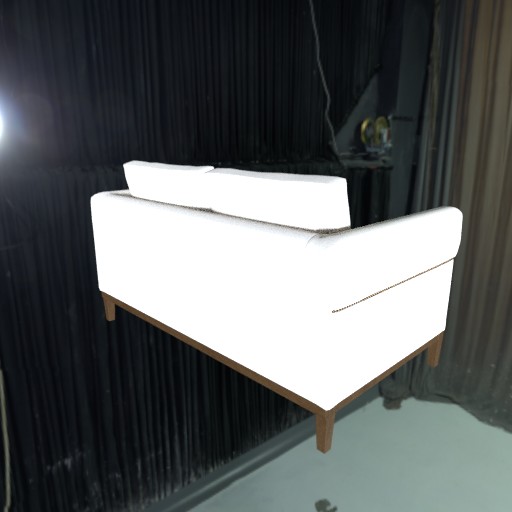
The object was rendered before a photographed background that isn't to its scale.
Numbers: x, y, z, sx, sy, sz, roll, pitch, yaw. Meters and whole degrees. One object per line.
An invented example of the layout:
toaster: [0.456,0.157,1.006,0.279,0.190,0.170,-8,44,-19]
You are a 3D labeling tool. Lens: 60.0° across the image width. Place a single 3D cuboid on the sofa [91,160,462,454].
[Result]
sofa: [0.000,0.000,2.137,0.905,0.873,1.598,-14,21,-42]
